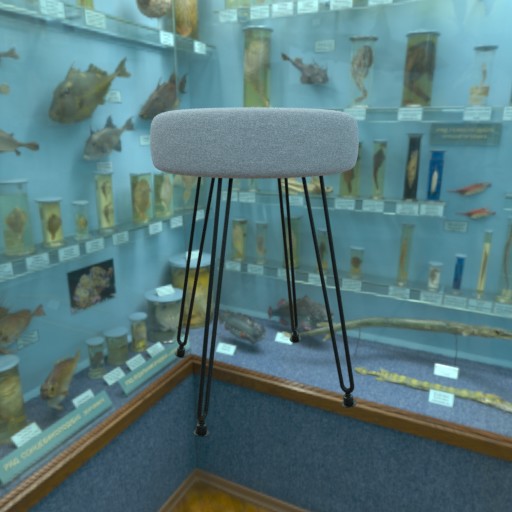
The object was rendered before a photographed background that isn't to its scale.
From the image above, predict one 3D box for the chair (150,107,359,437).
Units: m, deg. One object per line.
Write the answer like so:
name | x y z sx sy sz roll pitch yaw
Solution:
chair | 0.000 0.000 0.702 0.350 0.440 0.350 9 18 27
